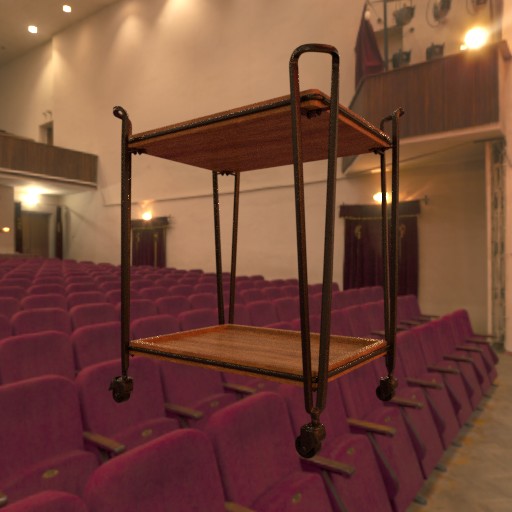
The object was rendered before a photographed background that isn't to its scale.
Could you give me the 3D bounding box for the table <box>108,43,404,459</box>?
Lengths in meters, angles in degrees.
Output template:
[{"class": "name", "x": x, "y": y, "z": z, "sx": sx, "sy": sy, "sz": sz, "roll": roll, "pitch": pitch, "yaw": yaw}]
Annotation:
[{"class": "table", "x": 0.000, "y": 0.000, "z": 1.200, "sx": 0.672, "sy": 0.785, "sz": 0.505, "roll": 0, "pitch": -1, "yaw": 36}]
